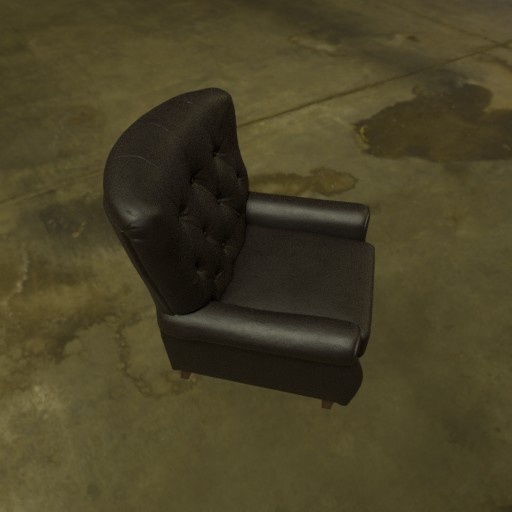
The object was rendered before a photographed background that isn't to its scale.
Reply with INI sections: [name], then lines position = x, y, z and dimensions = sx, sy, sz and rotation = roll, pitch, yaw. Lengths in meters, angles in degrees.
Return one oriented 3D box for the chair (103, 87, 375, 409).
[chair]
position = 0.000, 0.000, 1.953
dimensions = 1.058, 1.158, 0.948
rotation = 9, 46, 9
